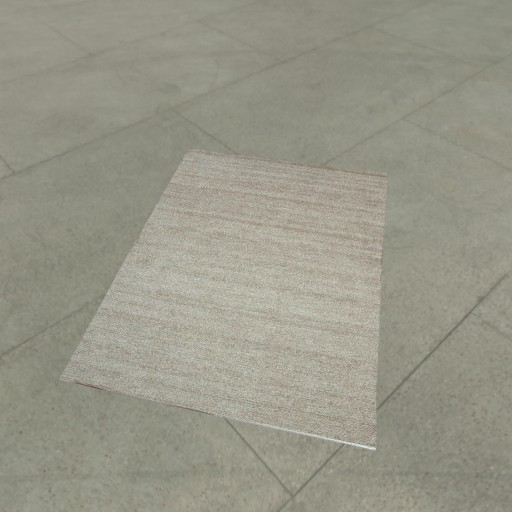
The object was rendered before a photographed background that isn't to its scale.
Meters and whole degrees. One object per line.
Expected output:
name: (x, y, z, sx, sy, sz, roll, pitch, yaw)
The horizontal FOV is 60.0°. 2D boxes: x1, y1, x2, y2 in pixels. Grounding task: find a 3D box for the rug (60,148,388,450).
rug: (0.000, 0.000, 4.306, 2.434, 0.045, 3.202, 10, 49, 9)
